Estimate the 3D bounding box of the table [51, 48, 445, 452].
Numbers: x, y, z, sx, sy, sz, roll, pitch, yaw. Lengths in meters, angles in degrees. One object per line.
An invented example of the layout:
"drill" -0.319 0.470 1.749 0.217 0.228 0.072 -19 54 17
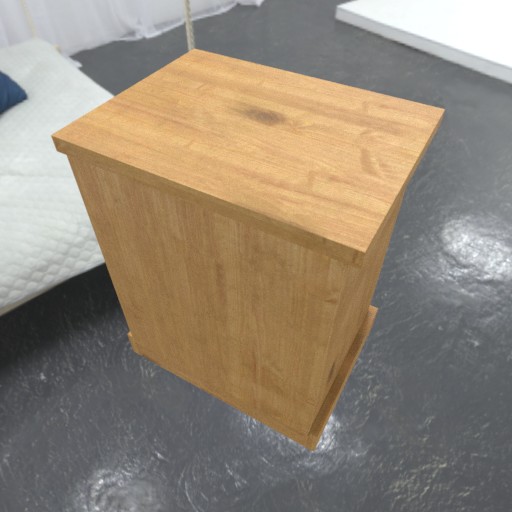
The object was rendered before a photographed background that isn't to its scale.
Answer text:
"table" 0.000 0.000 1.216 0.660 0.813 0.500 22 50 20
